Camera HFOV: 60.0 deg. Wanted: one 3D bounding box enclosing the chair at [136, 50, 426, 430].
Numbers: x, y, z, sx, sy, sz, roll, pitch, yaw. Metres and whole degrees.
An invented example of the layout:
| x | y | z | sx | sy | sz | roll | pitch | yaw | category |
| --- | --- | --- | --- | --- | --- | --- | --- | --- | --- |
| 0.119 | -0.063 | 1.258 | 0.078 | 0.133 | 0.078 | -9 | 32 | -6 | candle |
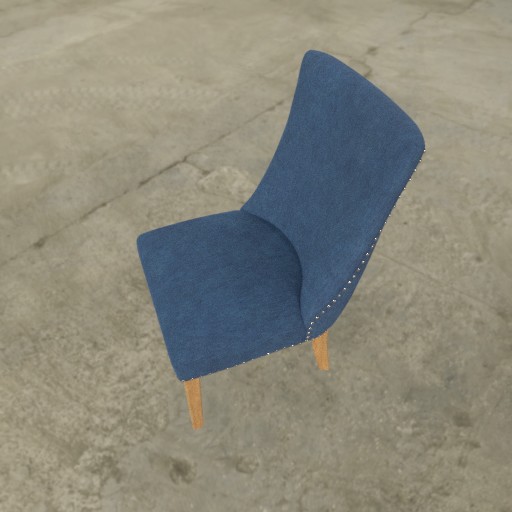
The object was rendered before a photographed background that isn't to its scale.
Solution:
| x | y | z | sx | sy | sz | roll | pitch | yaw | category |
| --- | --- | --- | --- | --- | --- | --- | --- | --- | --- |
| 0.000 | 0.000 | 1.245 | 0.610 | 0.902 | 0.495 | -16 | 49 | -15 | chair |
